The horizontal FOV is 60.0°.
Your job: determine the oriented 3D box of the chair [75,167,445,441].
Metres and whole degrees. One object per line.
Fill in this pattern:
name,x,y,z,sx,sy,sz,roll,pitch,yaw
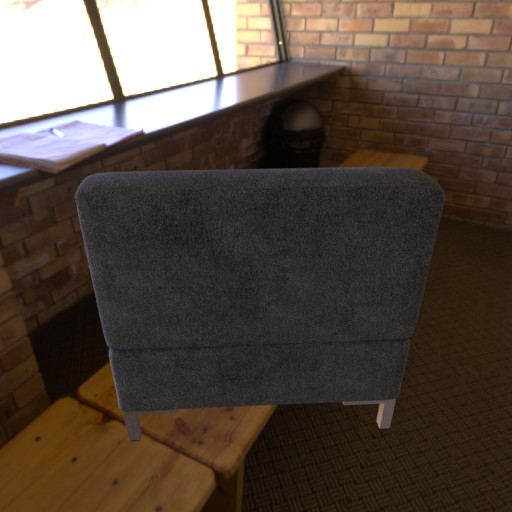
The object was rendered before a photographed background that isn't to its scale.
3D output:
chair,0.000,0.000,1.220,0.680,0.660,0.680,-2,29,-3
